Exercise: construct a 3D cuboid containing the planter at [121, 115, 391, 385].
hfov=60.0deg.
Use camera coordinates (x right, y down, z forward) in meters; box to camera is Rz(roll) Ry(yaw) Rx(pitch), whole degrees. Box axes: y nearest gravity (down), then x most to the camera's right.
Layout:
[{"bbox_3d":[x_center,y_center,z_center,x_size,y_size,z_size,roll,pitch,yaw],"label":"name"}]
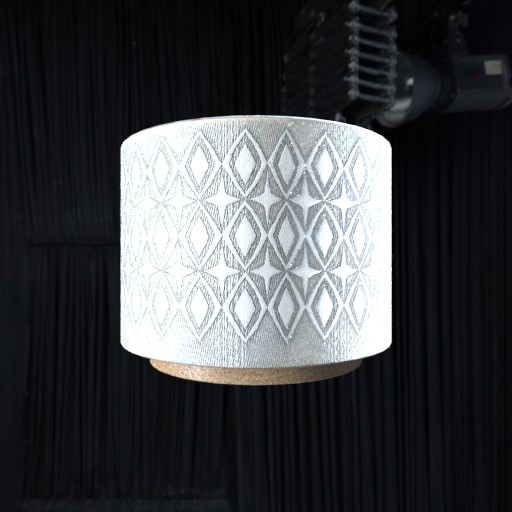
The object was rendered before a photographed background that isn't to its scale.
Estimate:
[{"bbox_3d":[0.000,0.000,0.319,0.186,0.144,0.186,0,0,0],"label":"planter"}]
